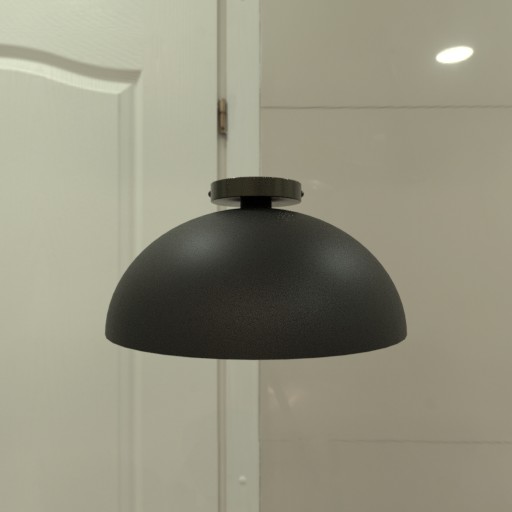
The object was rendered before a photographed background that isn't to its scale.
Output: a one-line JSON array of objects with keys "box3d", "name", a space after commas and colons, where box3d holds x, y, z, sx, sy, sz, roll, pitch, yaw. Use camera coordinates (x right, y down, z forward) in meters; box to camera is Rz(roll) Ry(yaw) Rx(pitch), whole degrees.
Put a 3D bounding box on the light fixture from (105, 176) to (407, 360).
[{"box3d": [0.000, 0.000, 0.550, 0.355, 0.177, 0.355, 0, 0, 0], "name": "light fixture"}]
